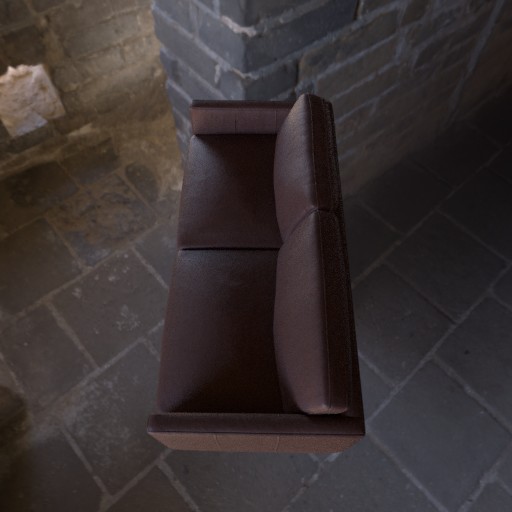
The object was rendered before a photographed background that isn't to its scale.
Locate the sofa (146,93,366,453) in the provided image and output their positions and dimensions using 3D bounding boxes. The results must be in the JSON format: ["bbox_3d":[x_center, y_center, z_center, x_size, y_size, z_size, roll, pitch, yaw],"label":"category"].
[{"bbox_3d":[0.000,0.000,2.471,0.923,0.863,1.971,1,60,0],"label":"sofa"}]
